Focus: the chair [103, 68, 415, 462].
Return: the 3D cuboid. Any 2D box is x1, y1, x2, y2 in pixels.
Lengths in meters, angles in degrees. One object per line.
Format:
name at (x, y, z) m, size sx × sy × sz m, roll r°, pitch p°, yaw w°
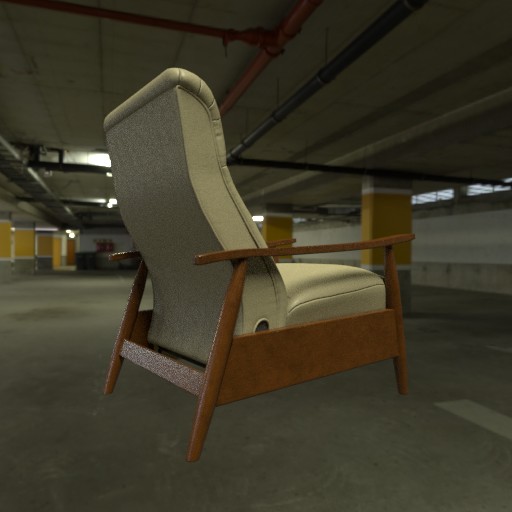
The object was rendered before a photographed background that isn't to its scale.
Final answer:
chair at (0.000, 0.000, 1.749) m, size 1.014 × 1.082 × 0.762 m, roll 0°, pitch 1°, yaw -36°
